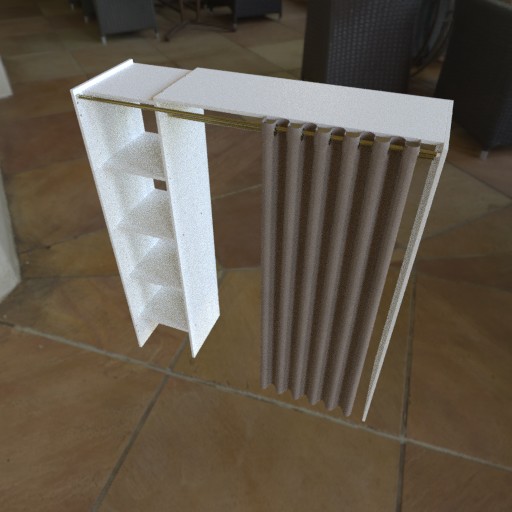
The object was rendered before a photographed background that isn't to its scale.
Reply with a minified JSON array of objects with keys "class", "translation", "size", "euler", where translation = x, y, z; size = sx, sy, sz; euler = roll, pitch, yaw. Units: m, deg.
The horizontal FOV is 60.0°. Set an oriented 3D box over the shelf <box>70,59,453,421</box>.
[{"class":"shelf","translation":[0.000,0.000,2.505],"size":[1.600,1.820,0.500],"euler":[14,42,16]}]
